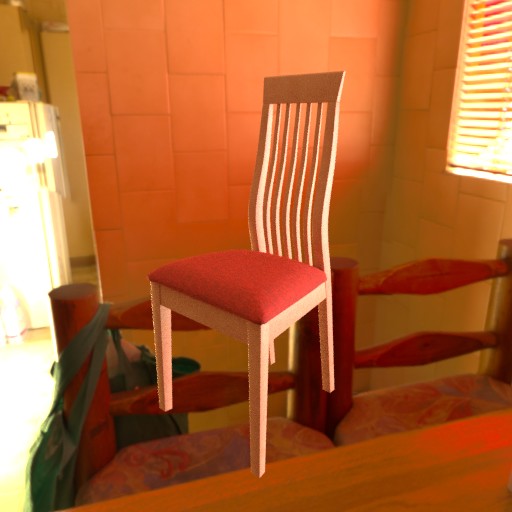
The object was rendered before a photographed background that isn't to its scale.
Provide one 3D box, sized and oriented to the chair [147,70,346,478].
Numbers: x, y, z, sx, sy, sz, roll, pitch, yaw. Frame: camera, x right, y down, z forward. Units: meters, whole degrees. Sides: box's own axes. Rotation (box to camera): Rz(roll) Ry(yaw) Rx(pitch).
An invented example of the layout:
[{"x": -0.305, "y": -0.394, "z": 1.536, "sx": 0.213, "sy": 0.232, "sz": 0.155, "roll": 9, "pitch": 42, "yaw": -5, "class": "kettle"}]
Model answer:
[{"x": 0.000, "y": 0.000, "z": 1.313, "sx": 0.460, "sy": 1.027, "sz": 0.474, "roll": 15, "pitch": 23, "yaw": 40, "class": "chair"}]
